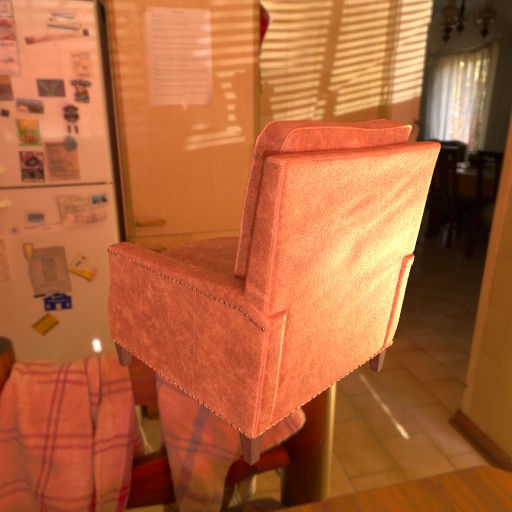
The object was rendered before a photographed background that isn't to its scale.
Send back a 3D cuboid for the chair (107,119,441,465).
[{"bbox_3d":[0.000,0.000,1.780,0.854,1.054,1.035,-17,24,-42],"label":"chair"}]
